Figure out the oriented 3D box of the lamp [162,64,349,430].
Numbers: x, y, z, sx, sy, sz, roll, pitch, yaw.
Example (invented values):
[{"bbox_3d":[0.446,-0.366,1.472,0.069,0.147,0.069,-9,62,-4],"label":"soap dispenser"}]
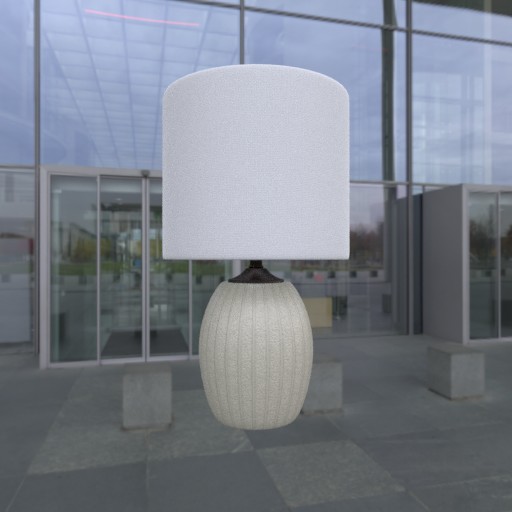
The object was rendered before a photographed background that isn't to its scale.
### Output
[{"bbox_3d":[0.000,0.000,0.796,0.329,0.570,0.329,0,0,1],"label":"lamp"}]
